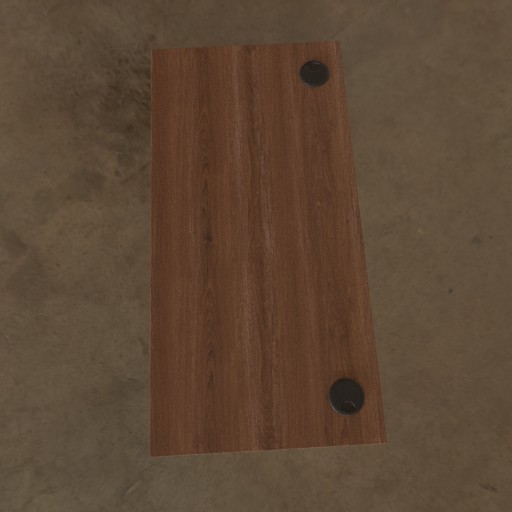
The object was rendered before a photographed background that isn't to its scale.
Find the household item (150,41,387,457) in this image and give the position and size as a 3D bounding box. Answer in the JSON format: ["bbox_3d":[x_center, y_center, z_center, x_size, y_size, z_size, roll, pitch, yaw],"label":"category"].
[{"bbox_3d":[0.000,0.000,1.622,0.600,0.750,1.200,-3,76,-1],"label":"household item"}]
